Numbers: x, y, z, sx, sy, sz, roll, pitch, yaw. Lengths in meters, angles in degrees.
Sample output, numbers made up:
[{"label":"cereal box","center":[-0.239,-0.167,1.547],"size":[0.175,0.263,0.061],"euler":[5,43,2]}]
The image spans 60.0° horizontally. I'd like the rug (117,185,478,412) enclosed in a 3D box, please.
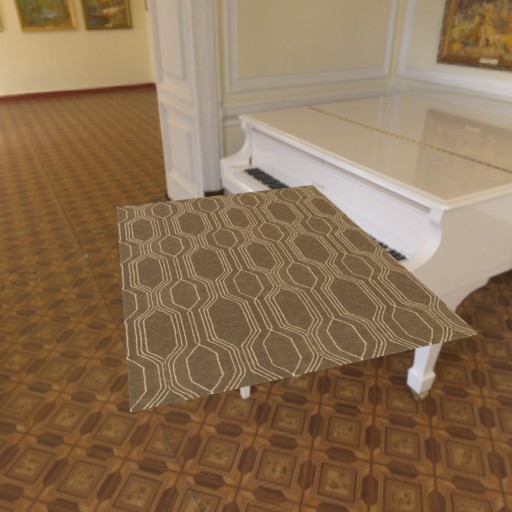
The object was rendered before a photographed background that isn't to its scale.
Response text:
[{"label":"rug","center":[0.000,0.000,4.175],"size":[2.457,0.012,3.062],"euler":[-9,31,-14]}]
